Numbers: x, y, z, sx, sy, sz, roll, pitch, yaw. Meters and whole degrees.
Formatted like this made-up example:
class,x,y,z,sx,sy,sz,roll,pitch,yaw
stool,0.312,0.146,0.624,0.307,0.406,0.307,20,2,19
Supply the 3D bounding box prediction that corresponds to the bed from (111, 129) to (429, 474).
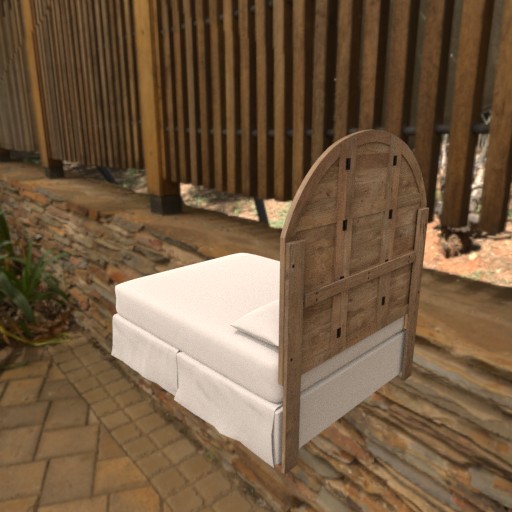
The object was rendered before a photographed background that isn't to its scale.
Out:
class,x,y,z,sx,sy,sz,roll,pitch,yaw
bed,0.000,0.000,3.659,1.713,2.002,2.112,-15,22,-43
